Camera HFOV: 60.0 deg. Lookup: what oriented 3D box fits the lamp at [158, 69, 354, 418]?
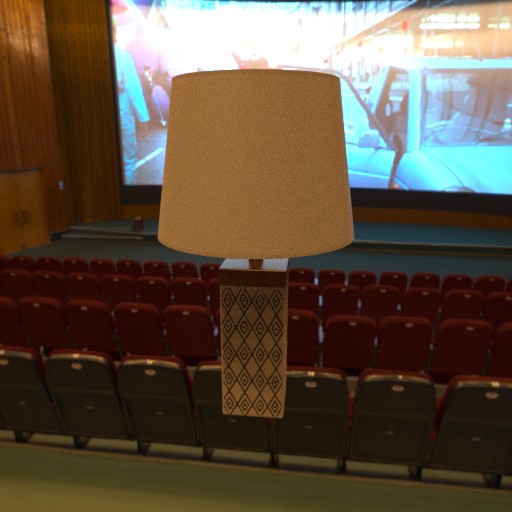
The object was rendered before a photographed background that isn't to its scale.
[{"bbox_3d":[0.000,0.000,0.588,0.251,0.435,0.251,0,15,0],"label":"lamp"}]
